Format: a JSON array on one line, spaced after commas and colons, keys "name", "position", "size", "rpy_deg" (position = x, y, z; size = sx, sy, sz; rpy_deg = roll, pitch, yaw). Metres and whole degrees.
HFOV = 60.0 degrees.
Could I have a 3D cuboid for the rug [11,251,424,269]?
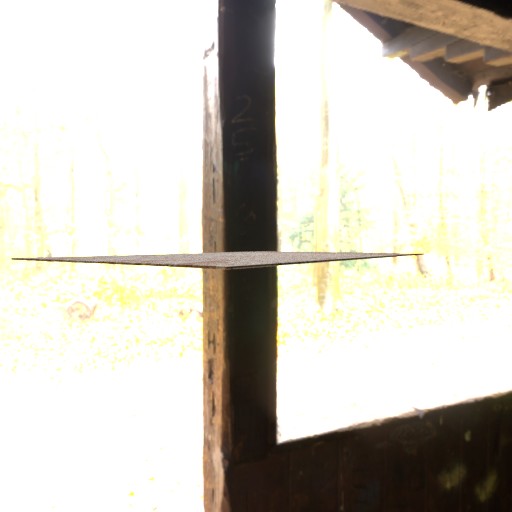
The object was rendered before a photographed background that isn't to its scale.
[{"name": "rug", "position": [0.000, 0.000, 2.940], "size": [1.517, 0.011, 2.435], "rpy_deg": [1, 2, 36]}]
